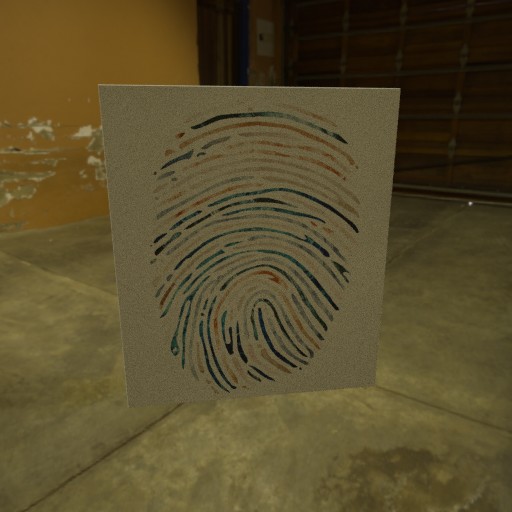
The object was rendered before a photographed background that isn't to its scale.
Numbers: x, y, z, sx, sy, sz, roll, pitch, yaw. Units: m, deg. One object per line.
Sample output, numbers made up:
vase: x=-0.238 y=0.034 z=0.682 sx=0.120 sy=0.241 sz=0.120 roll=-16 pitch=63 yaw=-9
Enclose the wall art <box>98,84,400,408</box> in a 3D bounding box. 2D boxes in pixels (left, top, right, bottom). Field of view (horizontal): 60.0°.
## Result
wall art: x=0.000 y=0.000 z=0.994 sx=0.609 sy=0.710 sz=0.021 roll=-2 pitch=16 yaw=-8
